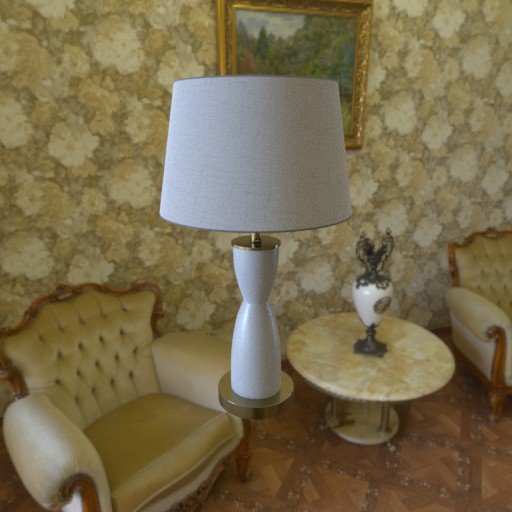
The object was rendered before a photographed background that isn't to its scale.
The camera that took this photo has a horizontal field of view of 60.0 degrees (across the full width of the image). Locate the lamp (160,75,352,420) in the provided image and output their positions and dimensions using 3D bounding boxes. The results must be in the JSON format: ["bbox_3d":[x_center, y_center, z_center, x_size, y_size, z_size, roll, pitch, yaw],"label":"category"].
[{"bbox_3d":[0.000,0.000,0.748,0.309,0.545,0.309,0,17,0],"label":"lamp"}]
